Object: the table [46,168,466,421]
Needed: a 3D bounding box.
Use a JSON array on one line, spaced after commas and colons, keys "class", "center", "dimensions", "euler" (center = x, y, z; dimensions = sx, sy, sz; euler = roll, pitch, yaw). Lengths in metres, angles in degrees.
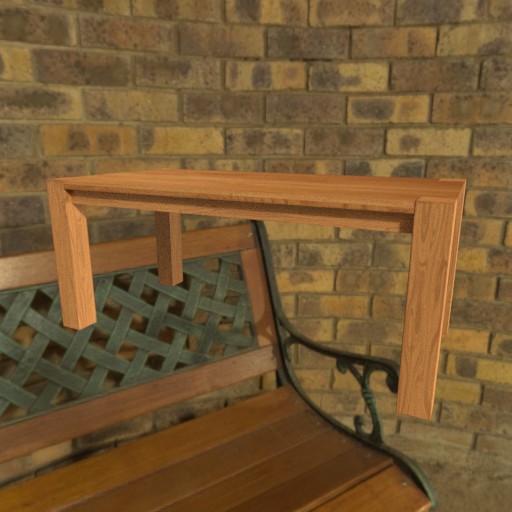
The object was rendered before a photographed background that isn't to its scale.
[{"class": "table", "center": [0.000, 0.000, 2.218], "dimensions": [1.800, 0.760, 0.900], "euler": [7, 17, 26]}]
